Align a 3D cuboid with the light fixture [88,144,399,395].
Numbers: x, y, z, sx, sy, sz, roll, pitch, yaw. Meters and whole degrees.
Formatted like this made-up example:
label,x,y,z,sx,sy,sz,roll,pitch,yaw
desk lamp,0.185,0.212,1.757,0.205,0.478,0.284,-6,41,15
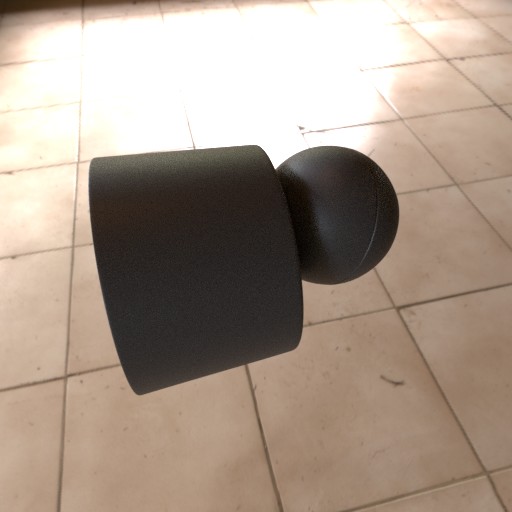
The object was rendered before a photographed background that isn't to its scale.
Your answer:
label,x,y,z,sx,sy,sz,roll,pitch,yaw
light fixture,0.000,0.000,0.270,0.160,0.143,0.134,-11,49,-9
